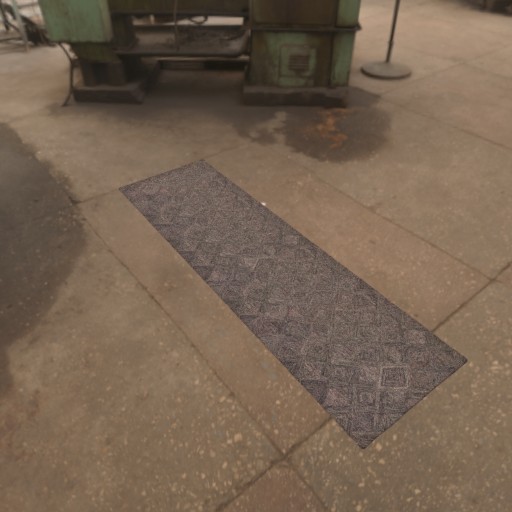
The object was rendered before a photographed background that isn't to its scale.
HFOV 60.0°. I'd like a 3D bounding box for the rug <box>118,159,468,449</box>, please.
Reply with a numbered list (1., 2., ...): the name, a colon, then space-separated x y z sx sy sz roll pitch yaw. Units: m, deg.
1. rug: 0.000 0.000 2.537 0.691 0.011 2.296 -26 47 -27
